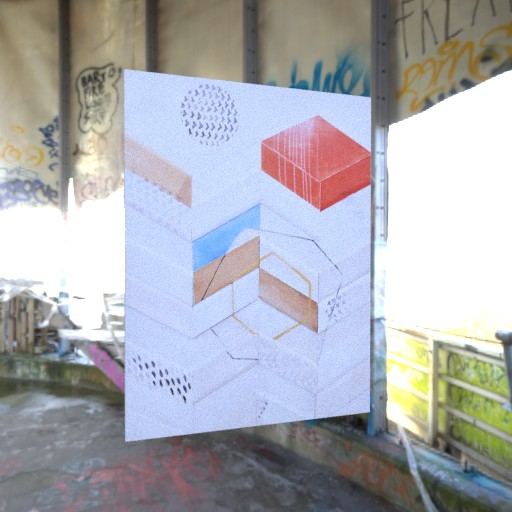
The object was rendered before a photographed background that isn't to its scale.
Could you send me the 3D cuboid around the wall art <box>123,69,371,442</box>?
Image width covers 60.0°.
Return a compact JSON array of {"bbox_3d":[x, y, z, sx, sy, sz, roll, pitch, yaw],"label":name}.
[{"bbox_3d":[0.000,0.000,1.605,0.914,1.221,0.046,0,1,-17],"label":"wall art"}]
